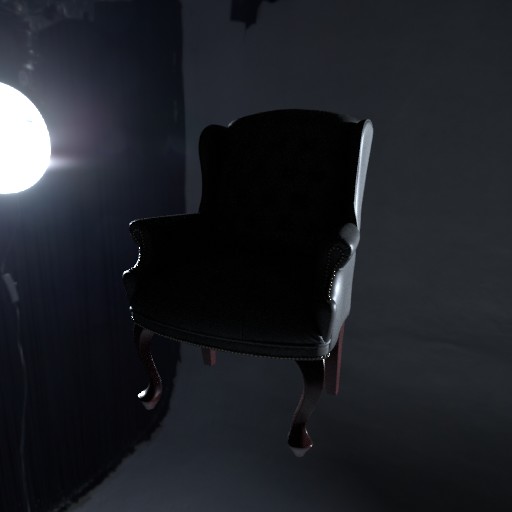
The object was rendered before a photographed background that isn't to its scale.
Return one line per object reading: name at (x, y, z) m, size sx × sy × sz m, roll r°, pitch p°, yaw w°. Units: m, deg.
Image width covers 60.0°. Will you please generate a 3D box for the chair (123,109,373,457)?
chair at (0.000, 0.000, 1.680) m, size 0.838 × 1.111 × 0.762 m, roll 6°, pitch 14°, yaw 26°
